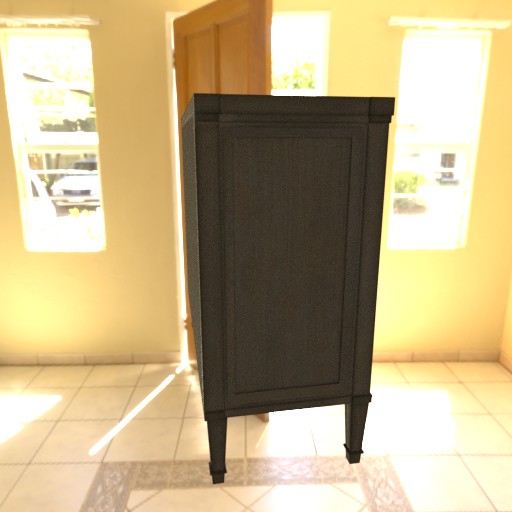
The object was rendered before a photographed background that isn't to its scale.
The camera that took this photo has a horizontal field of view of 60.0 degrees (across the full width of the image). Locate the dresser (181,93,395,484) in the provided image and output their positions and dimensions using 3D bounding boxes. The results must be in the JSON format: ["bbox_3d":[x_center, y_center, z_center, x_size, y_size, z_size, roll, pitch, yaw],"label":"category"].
[{"bbox_3d":[0.000,0.000,1.585,0.463,0.986,1.049,-3,15,-10],"label":"dresser"}]
